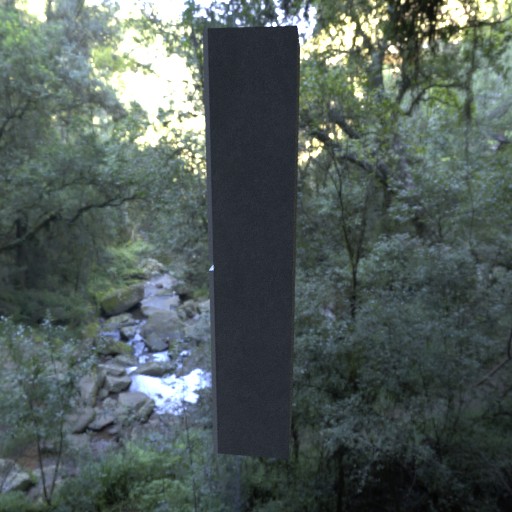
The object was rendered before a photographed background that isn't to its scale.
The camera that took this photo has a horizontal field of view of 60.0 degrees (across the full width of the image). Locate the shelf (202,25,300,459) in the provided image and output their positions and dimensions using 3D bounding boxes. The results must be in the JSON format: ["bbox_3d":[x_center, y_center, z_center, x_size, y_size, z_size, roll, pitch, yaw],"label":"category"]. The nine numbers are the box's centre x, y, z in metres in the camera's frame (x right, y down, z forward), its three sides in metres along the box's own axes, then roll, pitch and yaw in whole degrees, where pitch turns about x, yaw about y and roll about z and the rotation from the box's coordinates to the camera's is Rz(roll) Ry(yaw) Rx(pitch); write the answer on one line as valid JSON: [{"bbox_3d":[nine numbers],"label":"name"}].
[{"bbox_3d":[0.000,0.000,1.558,0.270,1.400,0.300,2,14,7],"label":"shelf"}]
